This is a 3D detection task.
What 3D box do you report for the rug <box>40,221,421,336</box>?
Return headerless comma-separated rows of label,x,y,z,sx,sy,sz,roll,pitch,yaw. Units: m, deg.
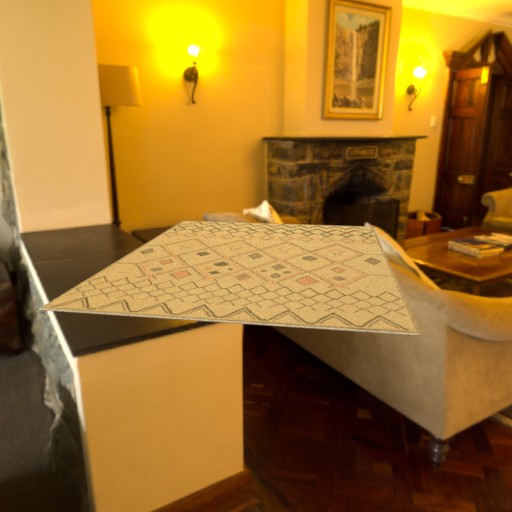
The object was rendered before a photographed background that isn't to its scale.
rug,0.000,0.000,4.211,2.441,0.016,3.050,2,16,9
